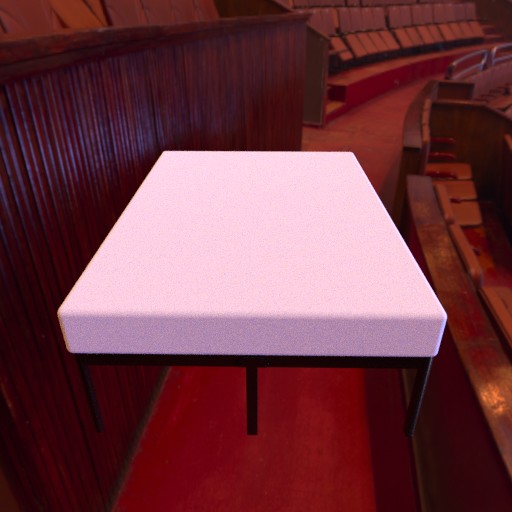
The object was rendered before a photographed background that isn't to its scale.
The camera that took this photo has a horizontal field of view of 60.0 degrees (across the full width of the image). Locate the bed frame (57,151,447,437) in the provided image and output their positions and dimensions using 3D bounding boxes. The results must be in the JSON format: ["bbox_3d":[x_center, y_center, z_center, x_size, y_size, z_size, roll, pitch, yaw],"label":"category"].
[{"bbox_3d":[0.000,0.000,2.577,1.408,0.659,1.956,0,30,1],"label":"bed frame"}]
